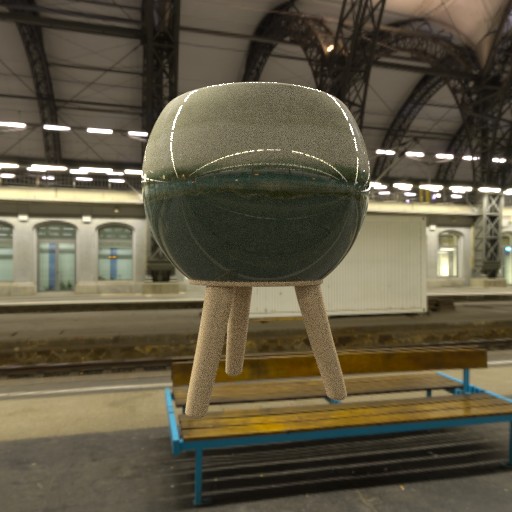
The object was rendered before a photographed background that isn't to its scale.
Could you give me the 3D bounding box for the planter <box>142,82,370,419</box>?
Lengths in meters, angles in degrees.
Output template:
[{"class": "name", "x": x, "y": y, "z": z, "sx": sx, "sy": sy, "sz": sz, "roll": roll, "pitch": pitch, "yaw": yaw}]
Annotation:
[{"class": "planter", "x": 0.000, "y": 0.000, "z": 0.443, "sx": 0.222, "sy": 0.278, "sz": 0.222, "roll": 0, "pitch": -1, "yaw": 0}]
